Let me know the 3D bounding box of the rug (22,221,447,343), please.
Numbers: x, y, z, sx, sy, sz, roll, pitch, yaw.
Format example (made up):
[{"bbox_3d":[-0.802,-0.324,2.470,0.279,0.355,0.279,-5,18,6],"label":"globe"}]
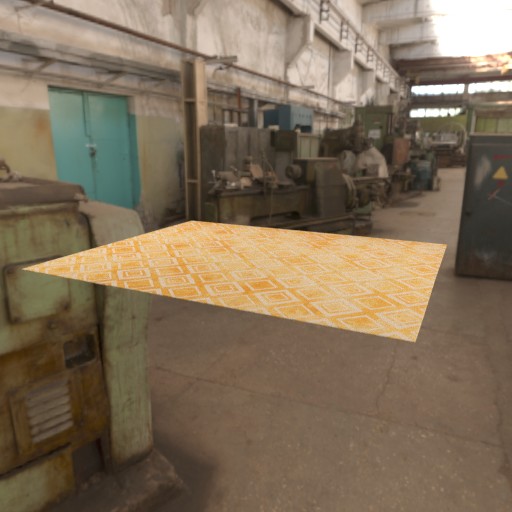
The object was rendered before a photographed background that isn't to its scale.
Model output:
[{"bbox_3d":[0.000,0.000,3.997,3.037,0.011,2.433,7,16,25],"label":"rug"}]
